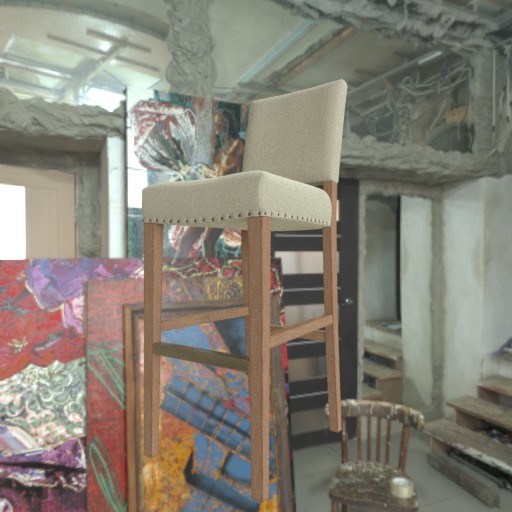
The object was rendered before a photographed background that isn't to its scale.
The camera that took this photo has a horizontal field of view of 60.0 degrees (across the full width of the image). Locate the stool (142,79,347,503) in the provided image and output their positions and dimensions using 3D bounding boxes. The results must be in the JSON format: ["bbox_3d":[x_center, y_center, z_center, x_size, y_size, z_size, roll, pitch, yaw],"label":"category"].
[{"bbox_3d":[0.000,0.000,1.361,0.428,1.143,0.546,0,1,36],"label":"stool"}]
